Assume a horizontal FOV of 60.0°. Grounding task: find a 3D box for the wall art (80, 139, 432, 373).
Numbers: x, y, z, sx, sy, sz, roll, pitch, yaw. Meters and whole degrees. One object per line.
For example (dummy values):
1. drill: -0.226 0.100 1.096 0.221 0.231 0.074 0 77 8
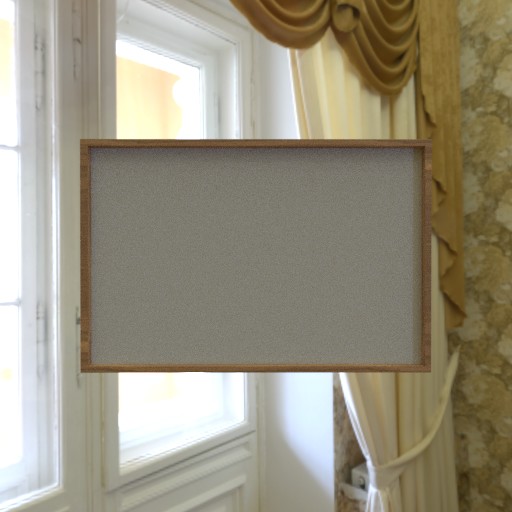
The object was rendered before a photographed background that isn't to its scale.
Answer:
1. wall art: 0.000 0.000 1.451 1.137 0.756 0.034 0 0 0
